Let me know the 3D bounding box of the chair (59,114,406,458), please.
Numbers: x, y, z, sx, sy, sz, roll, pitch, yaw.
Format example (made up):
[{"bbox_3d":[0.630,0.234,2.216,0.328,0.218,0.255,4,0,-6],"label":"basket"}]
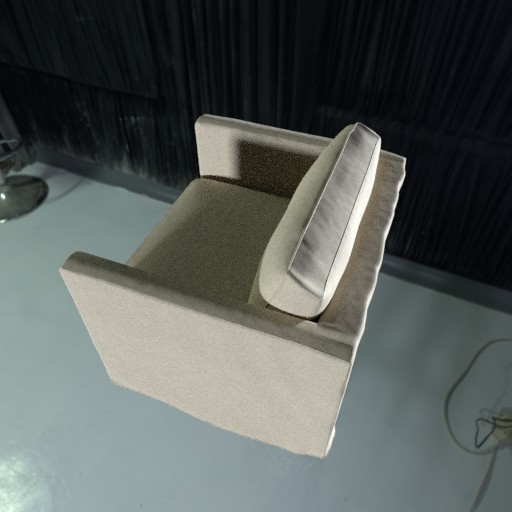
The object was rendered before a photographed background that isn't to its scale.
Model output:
[{"bbox_3d":[0.000,0.000,1.761,0.949,0.867,1.057,15,48,14],"label":"chair"}]
